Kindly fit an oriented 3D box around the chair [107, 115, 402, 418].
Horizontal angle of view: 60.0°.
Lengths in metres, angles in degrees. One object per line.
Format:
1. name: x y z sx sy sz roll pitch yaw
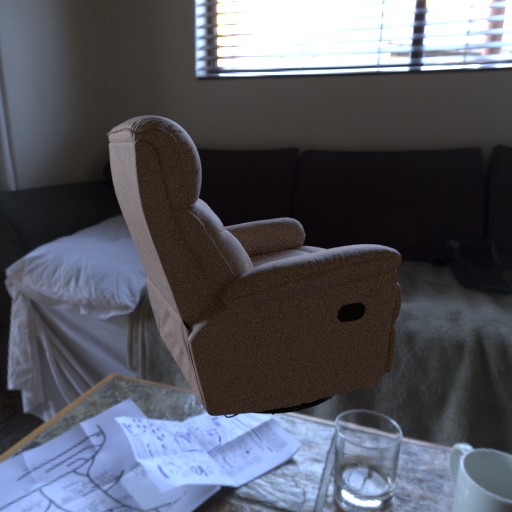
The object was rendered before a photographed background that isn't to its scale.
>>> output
1. chair: 0.000 0.000 1.762 1.004 1.037 0.820 -6 15 -24
